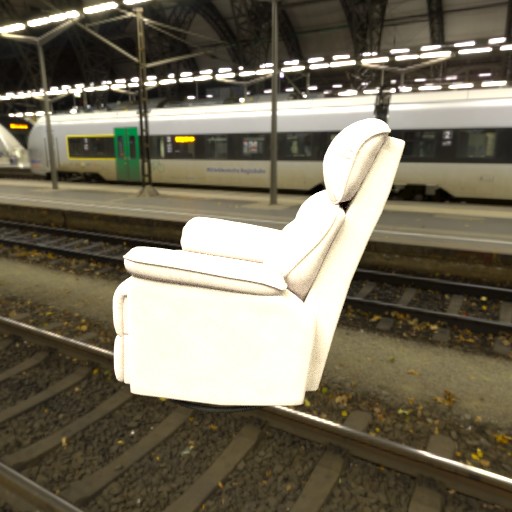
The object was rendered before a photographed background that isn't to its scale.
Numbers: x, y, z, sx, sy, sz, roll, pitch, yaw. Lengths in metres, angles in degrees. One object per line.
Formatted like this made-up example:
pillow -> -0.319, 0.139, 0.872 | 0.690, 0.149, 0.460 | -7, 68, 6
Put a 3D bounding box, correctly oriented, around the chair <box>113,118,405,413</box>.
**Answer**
chair -> 0.000, 0.000, 1.781 | 1.001, 1.039, 0.820 | 2, 14, 9
